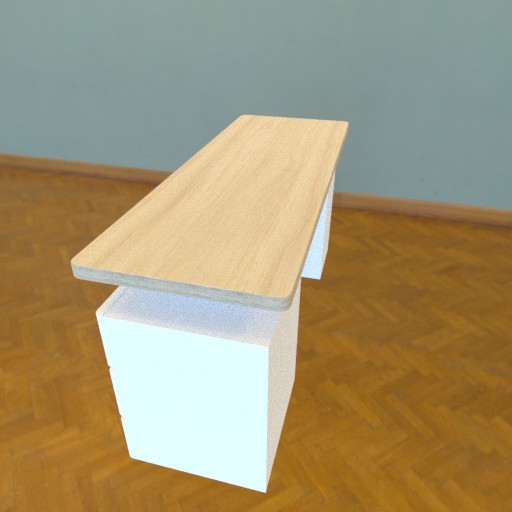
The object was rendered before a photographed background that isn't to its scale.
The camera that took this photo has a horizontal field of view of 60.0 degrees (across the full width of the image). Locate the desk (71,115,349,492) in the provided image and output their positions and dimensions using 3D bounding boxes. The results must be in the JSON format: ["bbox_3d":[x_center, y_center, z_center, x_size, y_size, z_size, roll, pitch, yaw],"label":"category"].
[{"bbox_3d":[0.000,0.000,1.825,0.550,0.755,1.500,8,32,13],"label":"desk"}]
